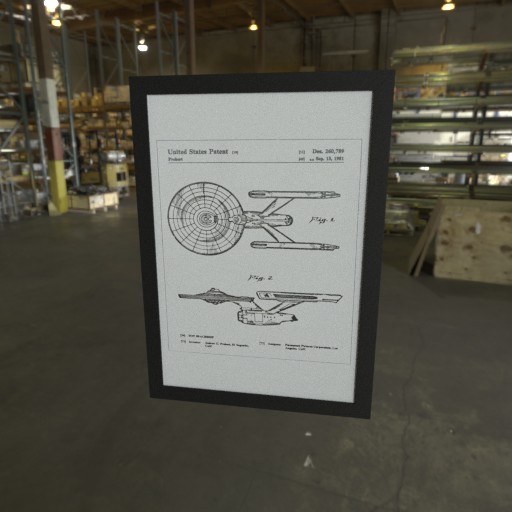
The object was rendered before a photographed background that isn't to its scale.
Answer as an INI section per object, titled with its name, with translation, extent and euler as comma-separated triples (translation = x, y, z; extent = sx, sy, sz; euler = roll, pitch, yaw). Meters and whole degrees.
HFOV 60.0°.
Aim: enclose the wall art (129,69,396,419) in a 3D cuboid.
[wall art]
translation = 0.000, 0.000, 0.689
extent = 0.379, 0.530, 0.008
euler = 2, 14, 9
